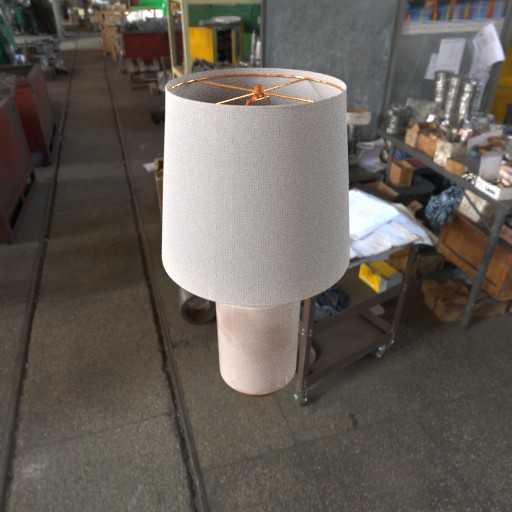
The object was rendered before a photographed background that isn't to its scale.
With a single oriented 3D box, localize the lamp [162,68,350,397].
[{"bbox_3d":[0.000,0.000,0.460,0.189,0.340,0.189,0,32,0],"label":"lamp"}]
